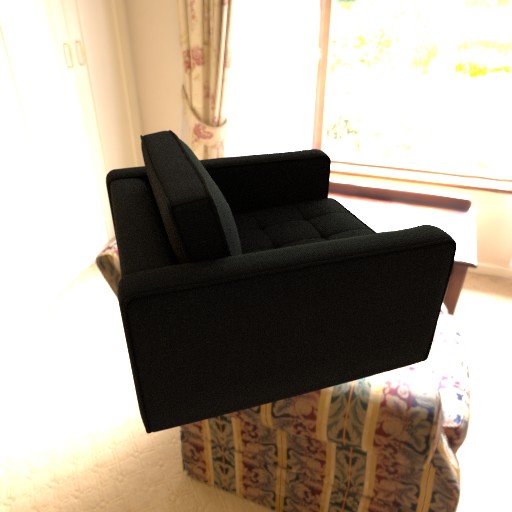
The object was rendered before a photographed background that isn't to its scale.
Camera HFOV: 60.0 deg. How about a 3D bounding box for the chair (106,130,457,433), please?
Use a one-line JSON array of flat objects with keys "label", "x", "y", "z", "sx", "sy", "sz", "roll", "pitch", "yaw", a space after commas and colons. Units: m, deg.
[{"label": "chair", "x": 0.000, "y": 0.000, "z": 1.545, "sx": 0.920, "sy": 0.770, "sz": 0.899, "roll": -9, "pitch": 32, "yaw": -16}]
